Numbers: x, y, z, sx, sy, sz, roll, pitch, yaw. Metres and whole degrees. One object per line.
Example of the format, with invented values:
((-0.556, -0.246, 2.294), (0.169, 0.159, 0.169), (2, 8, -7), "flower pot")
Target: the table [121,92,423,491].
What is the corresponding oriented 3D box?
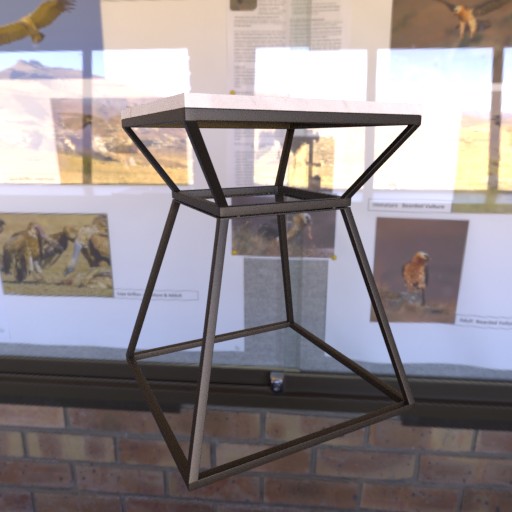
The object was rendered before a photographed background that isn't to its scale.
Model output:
((0.000, 0.000, 0.877), (0.455, 0.559, 0.455), (-7, 17, -26), "table")
